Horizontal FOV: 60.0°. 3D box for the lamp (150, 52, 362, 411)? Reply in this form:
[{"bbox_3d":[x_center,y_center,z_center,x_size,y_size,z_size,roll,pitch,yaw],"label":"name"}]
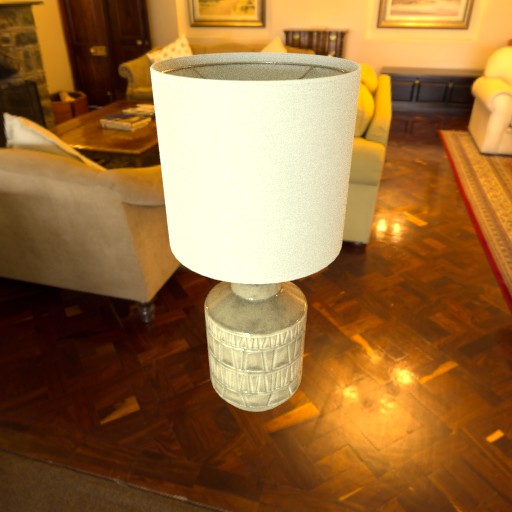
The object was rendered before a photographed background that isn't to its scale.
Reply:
[{"bbox_3d":[0.000,0.000,0.567,0.211,0.455,0.211,-19,35,-29],"label":"lamp"}]
